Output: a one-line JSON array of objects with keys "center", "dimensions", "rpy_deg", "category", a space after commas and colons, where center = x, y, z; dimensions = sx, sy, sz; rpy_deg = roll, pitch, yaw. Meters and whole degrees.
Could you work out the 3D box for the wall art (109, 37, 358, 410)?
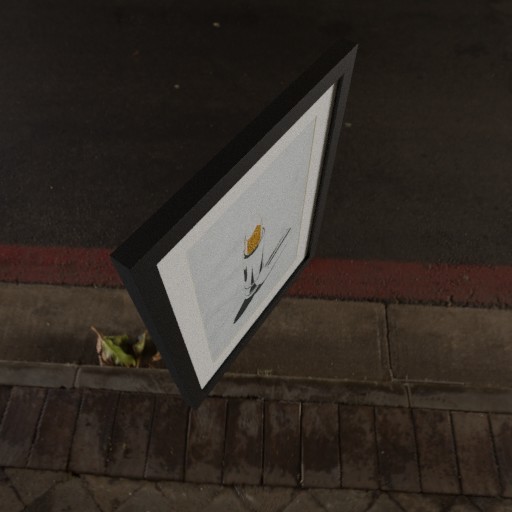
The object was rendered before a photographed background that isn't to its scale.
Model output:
[{"center": [0.000, 0.000, 0.766], "dimensions": [0.029, 0.559, 0.457], "rpy_deg": [31, 63, 18], "category": "wall art"}]
